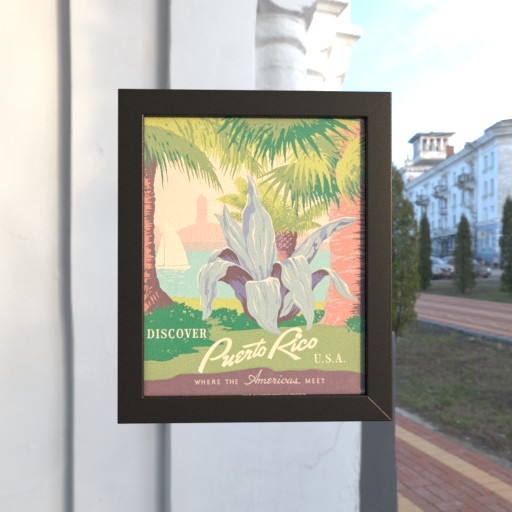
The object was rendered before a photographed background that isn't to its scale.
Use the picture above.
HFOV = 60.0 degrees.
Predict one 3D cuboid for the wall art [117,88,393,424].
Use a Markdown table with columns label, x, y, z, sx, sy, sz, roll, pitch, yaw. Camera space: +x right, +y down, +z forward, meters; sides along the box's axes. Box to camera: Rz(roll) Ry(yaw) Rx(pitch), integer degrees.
| label | x | y | z | sx | sy | sz | roll | pitch | yaw |
| --- | --- | --- | --- | --- | --- | --- | --- | --- | --- |
| wall art | 0.000 | 0.000 | 0.783 | 0.481 | 0.582 | 0.018 | 0 | 0 | -2 |
